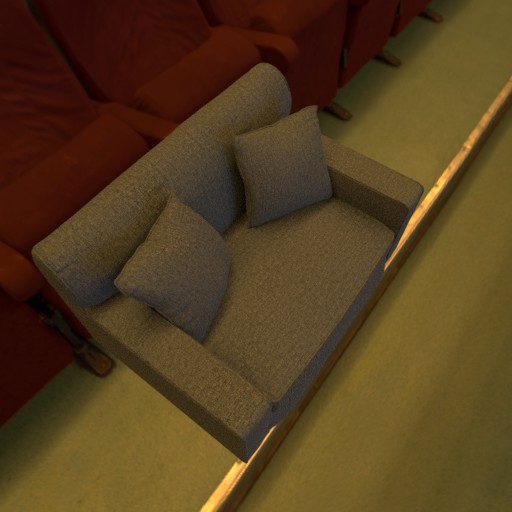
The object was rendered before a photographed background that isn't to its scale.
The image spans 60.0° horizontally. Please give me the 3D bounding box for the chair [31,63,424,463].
[{"bbox_3d":[0.000,0.000,2.025,1.000,0.948,1.383,32,63,19],"label":"chair"}]
